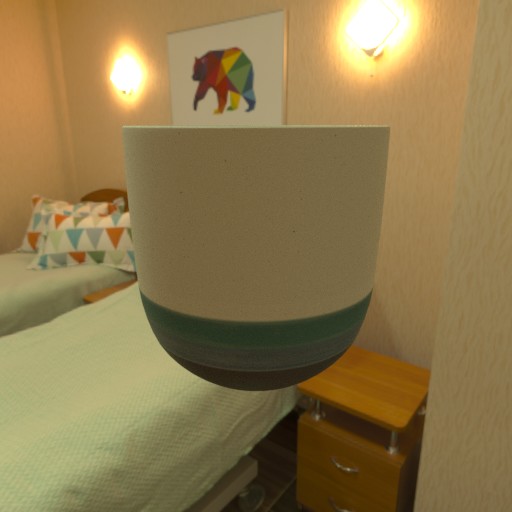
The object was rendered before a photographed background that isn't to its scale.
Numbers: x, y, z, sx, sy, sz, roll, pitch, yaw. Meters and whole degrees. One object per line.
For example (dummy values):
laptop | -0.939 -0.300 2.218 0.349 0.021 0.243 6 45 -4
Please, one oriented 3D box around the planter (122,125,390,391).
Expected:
planter | 0.000 0.000 0.380 0.204 0.214 0.204 0 17 0
